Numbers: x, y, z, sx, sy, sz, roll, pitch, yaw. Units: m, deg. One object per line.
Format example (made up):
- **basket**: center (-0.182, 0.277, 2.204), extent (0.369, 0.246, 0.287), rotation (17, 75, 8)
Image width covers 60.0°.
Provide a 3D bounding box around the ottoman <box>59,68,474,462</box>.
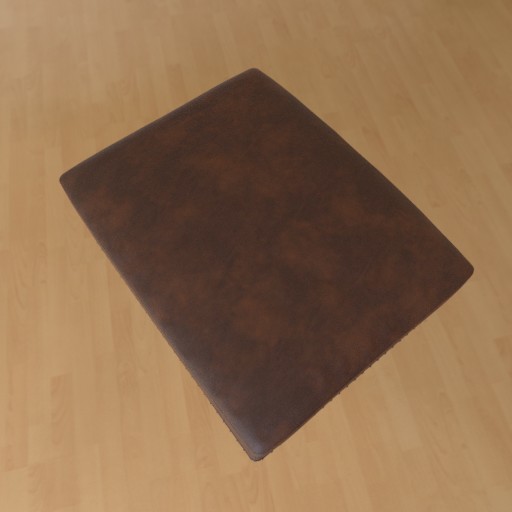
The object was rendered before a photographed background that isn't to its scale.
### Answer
- **ottoman**: center (0.000, 0.000, 1.096), extent (0.586, 0.486, 0.742), rotation (-35, 69, -15)
